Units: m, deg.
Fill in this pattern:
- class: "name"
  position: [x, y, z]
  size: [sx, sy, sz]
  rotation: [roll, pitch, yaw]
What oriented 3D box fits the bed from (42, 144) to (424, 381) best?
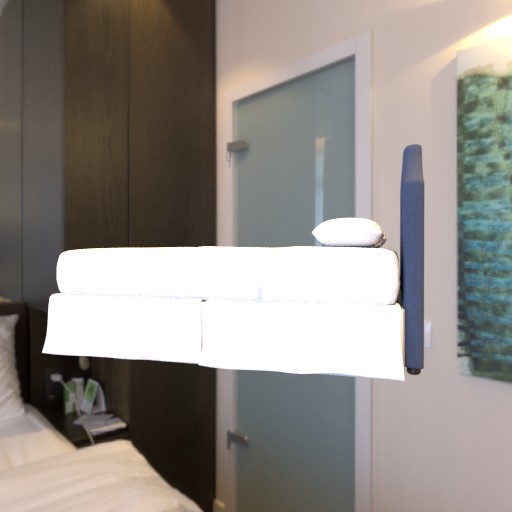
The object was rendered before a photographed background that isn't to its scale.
- class: "bed"
  position: [0.000, 0.000, 4.076]
  size: [2.773, 1.488, 2.350]
  rotation: [0, 0, 17]
